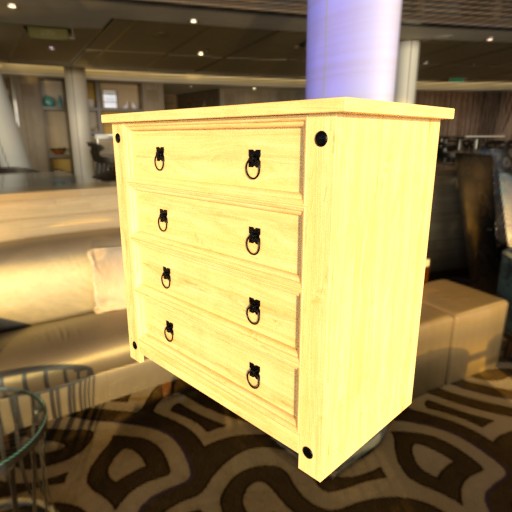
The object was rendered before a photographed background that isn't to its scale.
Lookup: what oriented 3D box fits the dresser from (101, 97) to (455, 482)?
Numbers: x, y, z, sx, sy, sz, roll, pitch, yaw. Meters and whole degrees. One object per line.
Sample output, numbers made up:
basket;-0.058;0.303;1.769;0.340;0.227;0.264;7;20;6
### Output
dresser;0.000;0.000;1.181;0.410;0.730;0.800;-14;21;-43
